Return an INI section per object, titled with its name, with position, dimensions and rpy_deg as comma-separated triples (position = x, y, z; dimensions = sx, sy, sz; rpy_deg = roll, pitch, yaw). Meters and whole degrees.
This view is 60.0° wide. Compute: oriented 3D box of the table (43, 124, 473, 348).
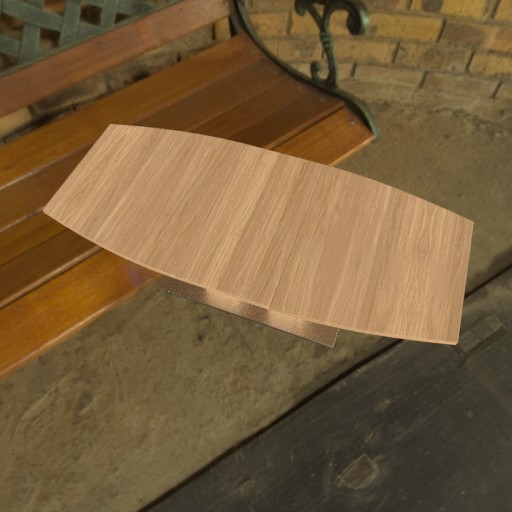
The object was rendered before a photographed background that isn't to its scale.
[table]
position = 0.000, 0.000, 2.514
dimensions = 2.032, 0.750, 0.900
rpy_deg = 17, 59, 11
